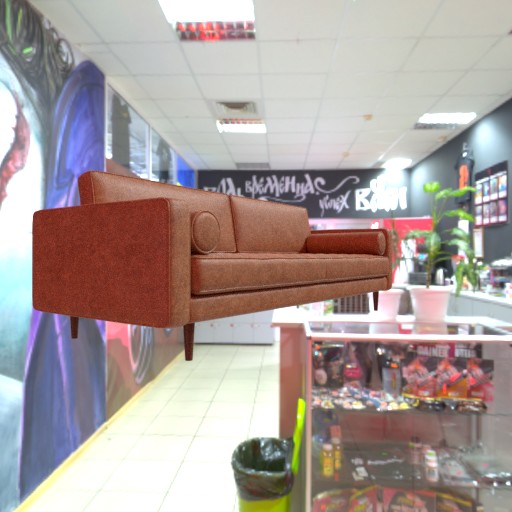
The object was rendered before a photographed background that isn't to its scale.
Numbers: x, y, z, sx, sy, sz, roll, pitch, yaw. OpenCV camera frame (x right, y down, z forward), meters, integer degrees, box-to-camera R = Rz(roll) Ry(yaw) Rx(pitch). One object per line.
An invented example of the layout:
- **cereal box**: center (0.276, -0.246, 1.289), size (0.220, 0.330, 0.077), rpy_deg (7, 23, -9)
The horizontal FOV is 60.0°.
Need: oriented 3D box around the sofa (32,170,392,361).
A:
- **sofa**: center (0.000, 0.000, 2.597), size (0.919, 0.770, 2.200), rpy_deg (0, 0, 36)
